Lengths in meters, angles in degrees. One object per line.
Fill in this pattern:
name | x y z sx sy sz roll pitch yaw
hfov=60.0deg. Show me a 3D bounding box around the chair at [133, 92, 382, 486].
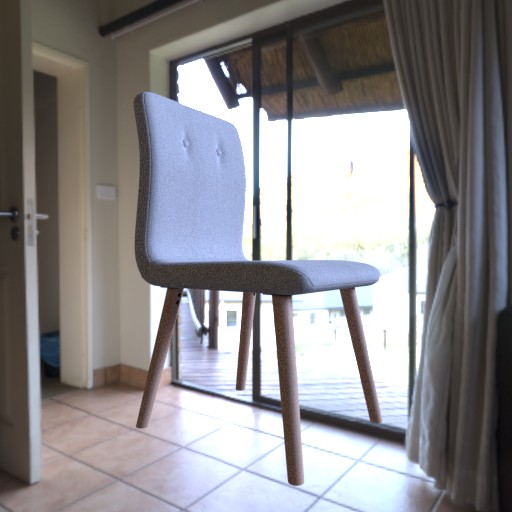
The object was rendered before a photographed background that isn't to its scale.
chair | 0.000 0.000 1.181 0.550 0.885 0.435 0 0 37
